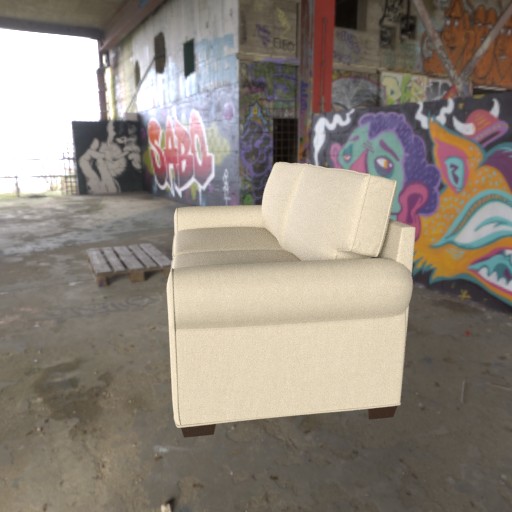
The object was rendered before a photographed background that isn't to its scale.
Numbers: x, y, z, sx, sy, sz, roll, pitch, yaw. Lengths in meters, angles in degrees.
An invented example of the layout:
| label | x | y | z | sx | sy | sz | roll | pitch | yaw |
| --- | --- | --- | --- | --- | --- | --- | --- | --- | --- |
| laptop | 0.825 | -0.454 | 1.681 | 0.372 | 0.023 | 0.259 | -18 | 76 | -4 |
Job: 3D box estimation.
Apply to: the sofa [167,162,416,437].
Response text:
| label | x | y | z | sx | sy | sz | roll | pitch | yaw |
| --- | --- | --- | --- | --- | --- | --- | --- | --- | --- |
| sofa | 0.000 | 0.000 | 2.298 | 0.861 | 0.933 | 1.774 | -2 | 14 | -9 |
